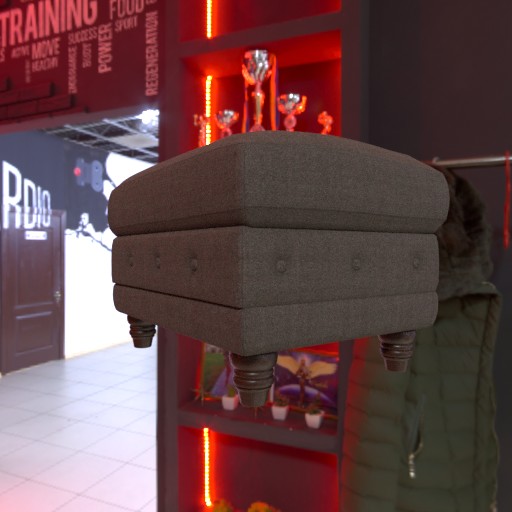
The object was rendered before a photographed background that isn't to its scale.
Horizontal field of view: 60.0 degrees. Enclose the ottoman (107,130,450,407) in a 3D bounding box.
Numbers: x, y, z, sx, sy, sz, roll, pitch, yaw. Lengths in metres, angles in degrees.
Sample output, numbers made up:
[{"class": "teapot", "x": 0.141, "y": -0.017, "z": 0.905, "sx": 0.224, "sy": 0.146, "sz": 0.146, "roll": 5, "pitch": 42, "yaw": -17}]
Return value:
[{"class": "ottoman", "x": 0.000, "y": 0.000, "z": 1.224, "sx": 0.599, "sy": 0.555, "sz": 0.809, "roll": 0, "pitch": 1, "yaw": -34}]
